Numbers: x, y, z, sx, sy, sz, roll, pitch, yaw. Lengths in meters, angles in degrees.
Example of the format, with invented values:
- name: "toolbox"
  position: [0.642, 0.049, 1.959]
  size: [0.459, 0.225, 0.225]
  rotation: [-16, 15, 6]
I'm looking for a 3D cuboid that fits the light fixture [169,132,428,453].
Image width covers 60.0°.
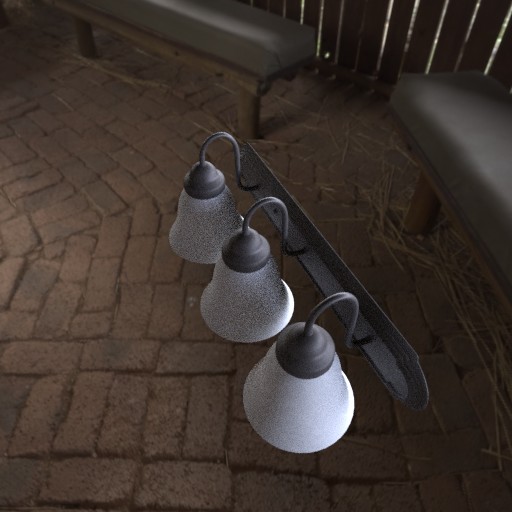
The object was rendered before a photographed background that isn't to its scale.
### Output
- name: "light fixture"
  position: [0.000, 0.000, 0.706]
  size: [0.199, 0.222, 0.610]
  rotation: [-18, 49, -16]
